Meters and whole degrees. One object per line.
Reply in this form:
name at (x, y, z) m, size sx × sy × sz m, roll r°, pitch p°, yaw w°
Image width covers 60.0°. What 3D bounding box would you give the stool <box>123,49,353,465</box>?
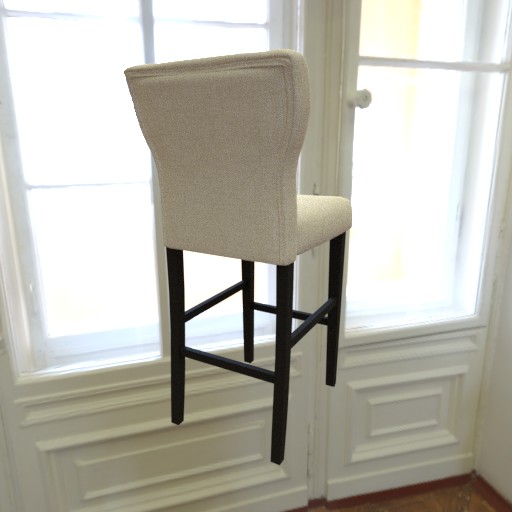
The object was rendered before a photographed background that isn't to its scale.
stool at (0.000, 0.000, 1.439) m, size 0.516 × 1.124 × 0.603 m, roll 9°, pitch 18°, yaw 28°
